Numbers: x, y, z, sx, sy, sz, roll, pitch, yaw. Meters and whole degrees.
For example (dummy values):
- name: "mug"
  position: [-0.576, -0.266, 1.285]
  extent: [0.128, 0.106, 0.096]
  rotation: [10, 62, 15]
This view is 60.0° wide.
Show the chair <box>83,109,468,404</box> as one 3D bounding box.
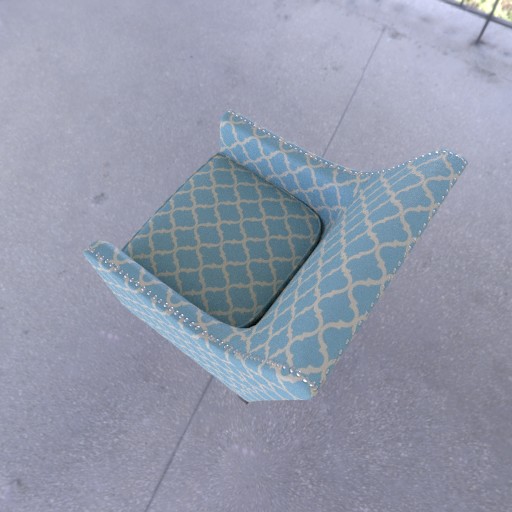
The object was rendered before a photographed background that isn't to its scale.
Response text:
- name: "chair"
  position: [0.000, 0.000, 1.269]
  extent: [0.686, 0.817, 0.617]
  rotation: [34, 69, 15]
